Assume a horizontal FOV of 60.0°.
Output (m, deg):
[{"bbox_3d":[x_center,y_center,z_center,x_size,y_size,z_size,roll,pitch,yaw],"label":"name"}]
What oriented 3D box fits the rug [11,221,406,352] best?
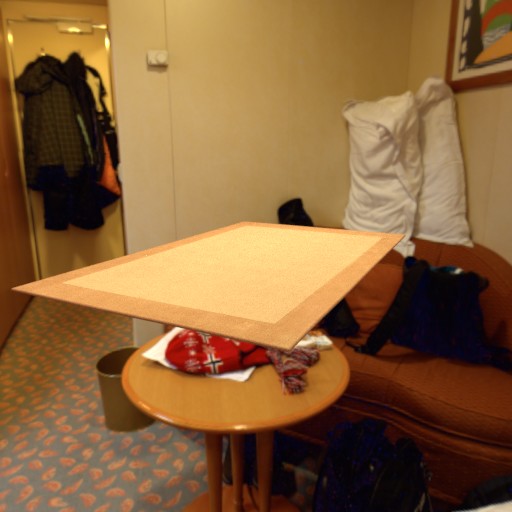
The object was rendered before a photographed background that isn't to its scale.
[{"bbox_3d":[0.000,0.000,2.942,1.524,0.014,2.438,7,15,27],"label":"rug"}]
